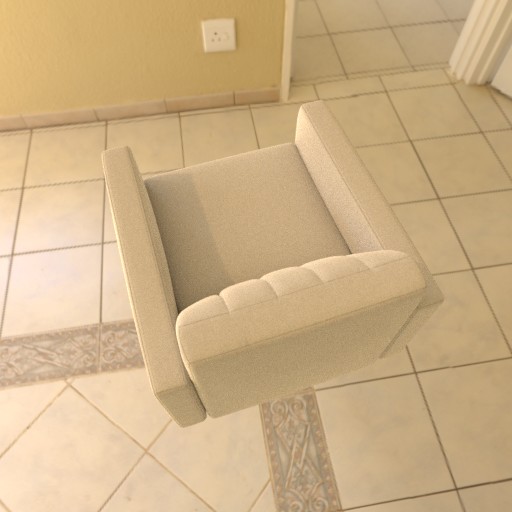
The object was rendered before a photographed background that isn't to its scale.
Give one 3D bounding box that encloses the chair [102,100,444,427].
[{"bbox_3d":[0.000,0.000,1.700,0.953,0.819,0.998,-16,60,-9],"label":"chair"}]
